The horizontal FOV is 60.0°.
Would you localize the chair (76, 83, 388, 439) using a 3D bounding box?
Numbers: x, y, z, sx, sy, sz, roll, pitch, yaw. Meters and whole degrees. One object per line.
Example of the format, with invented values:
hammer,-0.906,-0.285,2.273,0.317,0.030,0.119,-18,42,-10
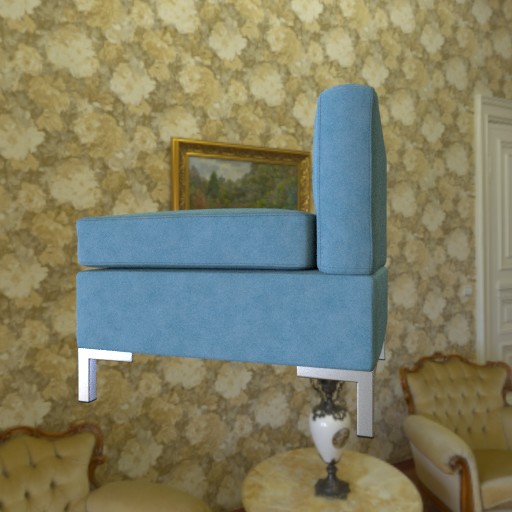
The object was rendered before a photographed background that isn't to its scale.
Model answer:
chair,0.000,0.000,1.214,0.685,0.660,0.684,0,0,18
